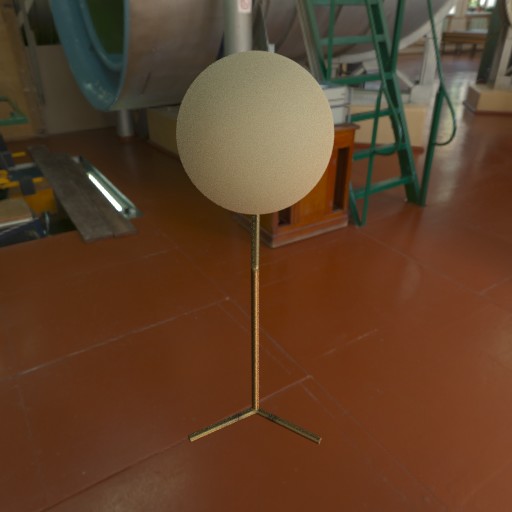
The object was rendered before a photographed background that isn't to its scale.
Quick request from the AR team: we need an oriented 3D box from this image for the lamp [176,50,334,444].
[{"bbox_3d":[0.000,0.000,0.649,0.210,0.552,0.251,1,30,1],"label":"lamp"}]
